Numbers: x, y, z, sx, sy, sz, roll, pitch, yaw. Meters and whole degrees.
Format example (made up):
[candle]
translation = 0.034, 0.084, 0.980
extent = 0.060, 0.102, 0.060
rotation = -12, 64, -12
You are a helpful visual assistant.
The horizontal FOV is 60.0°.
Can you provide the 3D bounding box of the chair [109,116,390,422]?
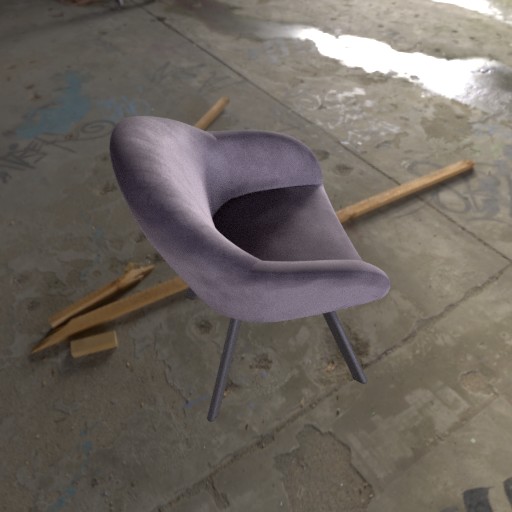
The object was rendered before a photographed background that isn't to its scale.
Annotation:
[chair]
translation = 0.000, 0.000, 1.188
extent = 0.590, 0.795, 0.550
rotation = -11, 48, -10
